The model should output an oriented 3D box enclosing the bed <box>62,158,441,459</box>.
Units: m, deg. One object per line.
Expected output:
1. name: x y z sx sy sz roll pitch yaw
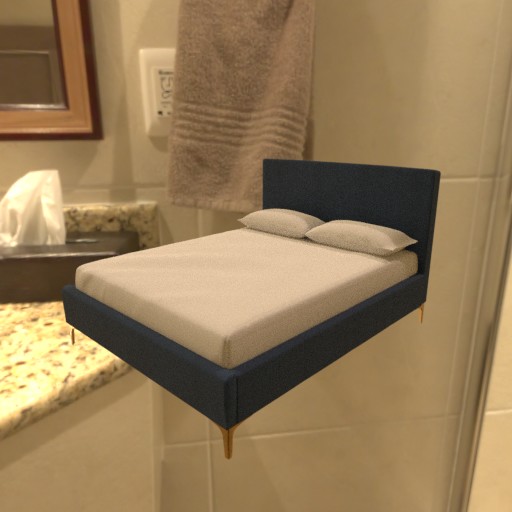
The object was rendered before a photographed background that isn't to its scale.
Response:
1. bed: 0.000 0.000 3.233 1.723 1.231 2.172 15 22 42
